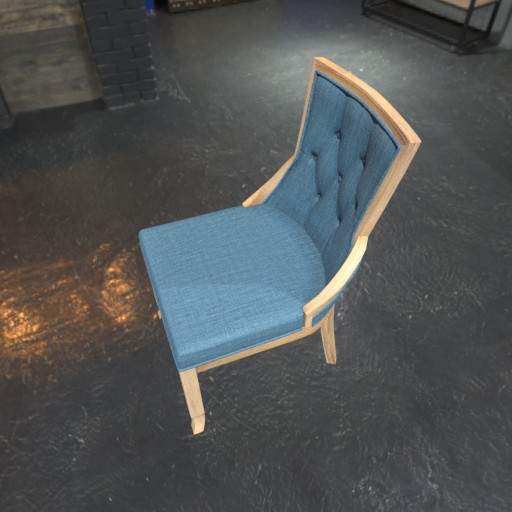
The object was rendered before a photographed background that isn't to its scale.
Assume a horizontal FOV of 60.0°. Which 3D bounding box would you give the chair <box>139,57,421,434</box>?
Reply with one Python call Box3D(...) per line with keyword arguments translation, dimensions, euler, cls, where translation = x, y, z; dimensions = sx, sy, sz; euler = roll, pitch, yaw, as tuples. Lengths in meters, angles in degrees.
Box3D(translation=(0.000, 0.000, 1.356), dimensions=(0.641, 0.947, 0.524), euler=(-16, 49, -15), cls="chair")
